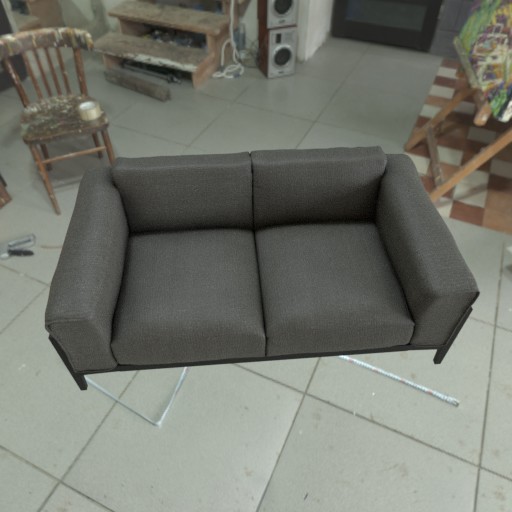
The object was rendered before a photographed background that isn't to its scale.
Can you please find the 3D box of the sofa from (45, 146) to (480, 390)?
[{"bbox_3d":[0.000,0.000,2.126,1.690,0.656,0.960,-3,47,-3],"label":"sofa"}]
